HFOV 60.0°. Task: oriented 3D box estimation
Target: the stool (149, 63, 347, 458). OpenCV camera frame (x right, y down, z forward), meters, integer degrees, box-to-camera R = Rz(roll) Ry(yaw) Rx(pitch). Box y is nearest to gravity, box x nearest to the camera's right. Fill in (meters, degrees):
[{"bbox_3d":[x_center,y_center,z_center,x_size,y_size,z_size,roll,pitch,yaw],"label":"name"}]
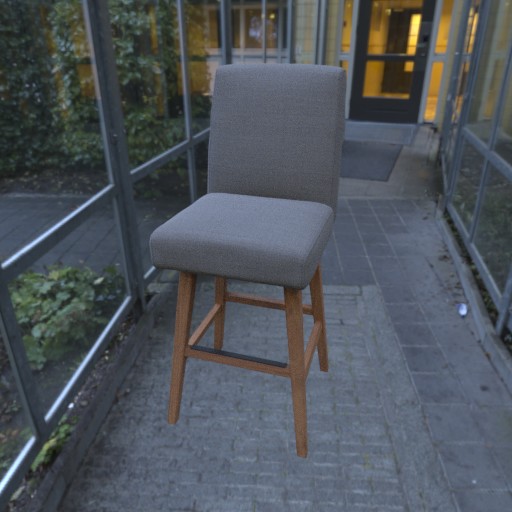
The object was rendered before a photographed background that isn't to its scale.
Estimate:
[{"bbox_3d":[0.000,0.000,1.419,0.483,1.112,0.570,8,27,16],"label":"stool"}]
